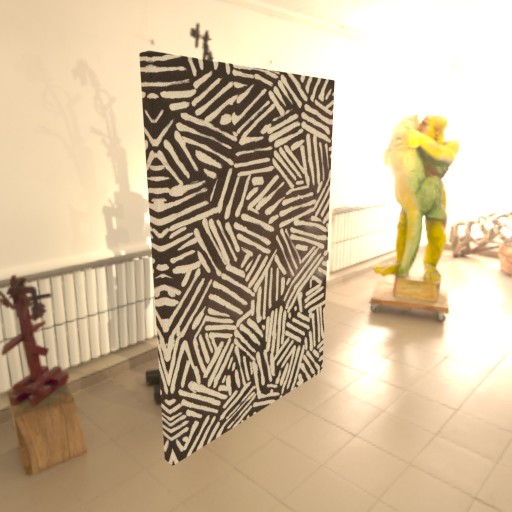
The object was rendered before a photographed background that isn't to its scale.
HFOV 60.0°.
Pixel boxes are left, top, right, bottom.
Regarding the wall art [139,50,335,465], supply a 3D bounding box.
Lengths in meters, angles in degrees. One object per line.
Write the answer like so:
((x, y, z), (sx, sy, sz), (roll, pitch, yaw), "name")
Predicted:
((0.000, 0.000, 1.169), (0.035, 0.918, 0.615), (14, 20, 42), "wall art")
